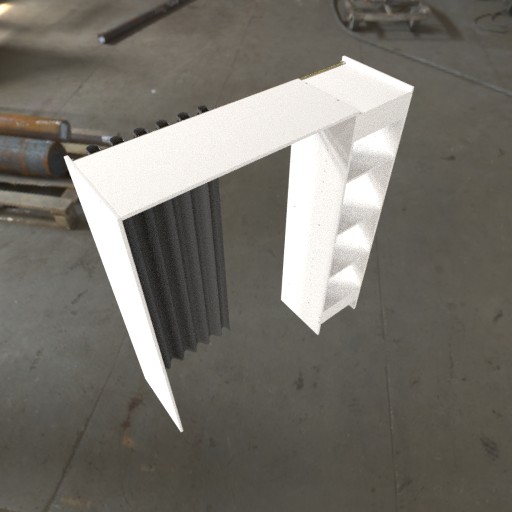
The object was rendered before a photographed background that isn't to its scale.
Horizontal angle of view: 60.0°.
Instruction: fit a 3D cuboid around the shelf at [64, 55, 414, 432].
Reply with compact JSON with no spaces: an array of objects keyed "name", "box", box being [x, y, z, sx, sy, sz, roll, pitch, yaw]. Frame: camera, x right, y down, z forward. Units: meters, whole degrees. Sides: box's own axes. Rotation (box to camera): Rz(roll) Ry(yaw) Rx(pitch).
[{"name":"shelf","box":[0.000,0.000,2.644,1.600,1.810,0.500,-29,53,-25]}]
